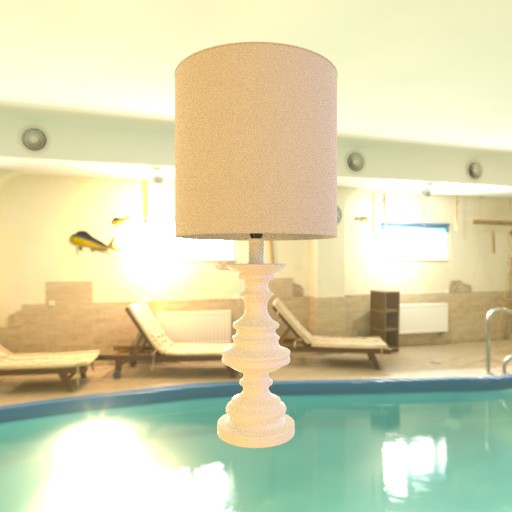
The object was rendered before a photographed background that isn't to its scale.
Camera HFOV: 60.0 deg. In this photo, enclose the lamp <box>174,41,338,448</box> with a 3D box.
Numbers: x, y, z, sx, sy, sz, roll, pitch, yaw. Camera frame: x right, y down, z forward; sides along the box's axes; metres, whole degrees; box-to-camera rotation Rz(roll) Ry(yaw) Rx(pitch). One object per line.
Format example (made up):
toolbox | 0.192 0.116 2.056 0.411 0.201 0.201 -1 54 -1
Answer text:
lamp | 0.000 0.000 0.575 0.208 0.455 0.208 0 0 -36
